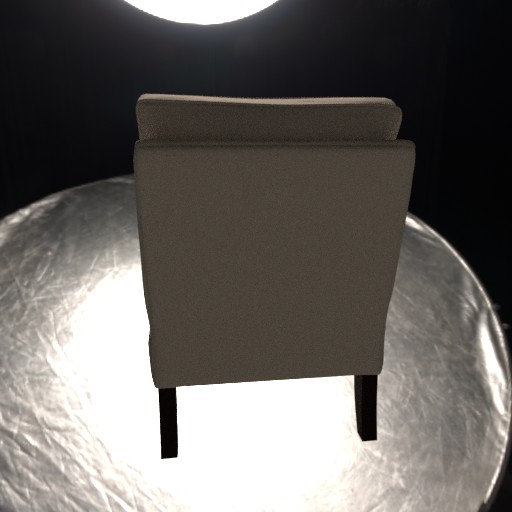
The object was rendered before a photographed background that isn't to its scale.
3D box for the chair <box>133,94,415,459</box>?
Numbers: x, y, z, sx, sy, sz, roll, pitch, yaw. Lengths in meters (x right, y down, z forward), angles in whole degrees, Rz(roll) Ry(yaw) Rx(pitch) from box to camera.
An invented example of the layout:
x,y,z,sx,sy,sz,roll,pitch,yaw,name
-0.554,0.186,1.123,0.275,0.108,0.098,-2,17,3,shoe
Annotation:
x,y,z,sx,sy,sz,roll,pitch,yaw,name
0.000,0.000,1.352,0.630,0.887,0.781,-2,14,-7,chair
